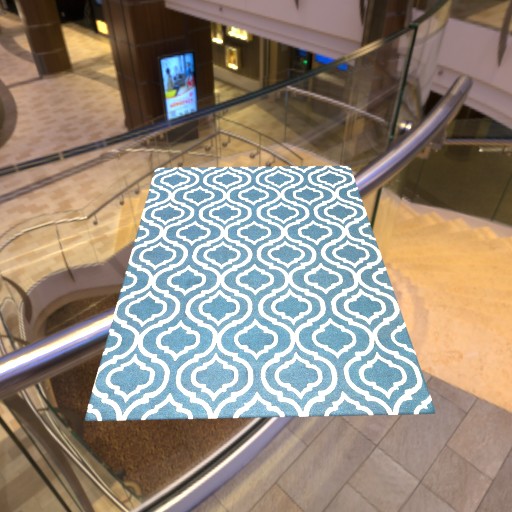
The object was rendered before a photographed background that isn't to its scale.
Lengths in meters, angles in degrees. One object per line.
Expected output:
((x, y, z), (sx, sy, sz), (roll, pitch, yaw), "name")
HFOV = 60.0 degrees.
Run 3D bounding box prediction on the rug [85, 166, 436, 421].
((0.000, 0.000, 4.316), (2.438, 0.010, 3.353), (-1, 42, -1), "rug")
